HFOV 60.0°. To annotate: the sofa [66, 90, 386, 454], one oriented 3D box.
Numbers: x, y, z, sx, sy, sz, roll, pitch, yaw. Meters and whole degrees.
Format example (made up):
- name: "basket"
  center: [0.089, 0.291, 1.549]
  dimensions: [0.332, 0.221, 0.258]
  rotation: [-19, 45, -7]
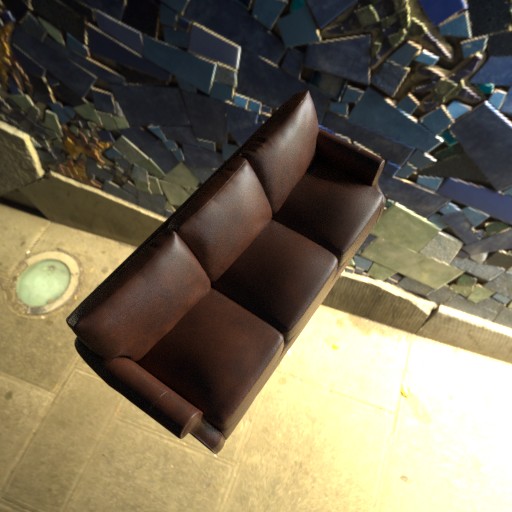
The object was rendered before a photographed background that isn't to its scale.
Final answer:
- name: "sofa"
  center: [0.000, 0.000, 2.927]
  dimensions: [0.973, 0.977, 2.351]
  rotation: [31, 62, 18]
